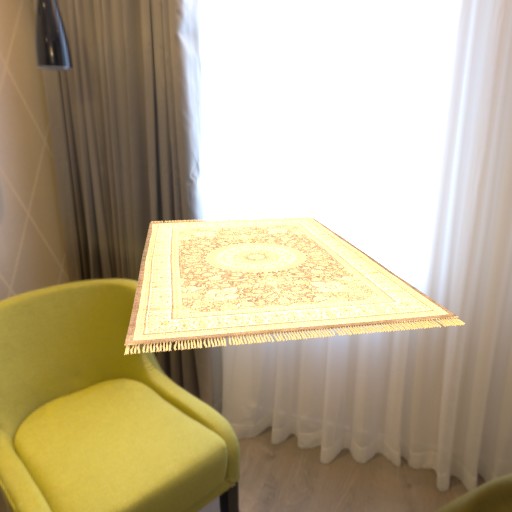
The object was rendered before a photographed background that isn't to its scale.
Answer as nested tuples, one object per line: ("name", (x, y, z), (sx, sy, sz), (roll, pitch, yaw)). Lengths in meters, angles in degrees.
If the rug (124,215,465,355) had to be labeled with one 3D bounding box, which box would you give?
("rug", (0.000, 0.000, 4.256), (2.143, 0.015, 3.422), (-3, 17, -10))
